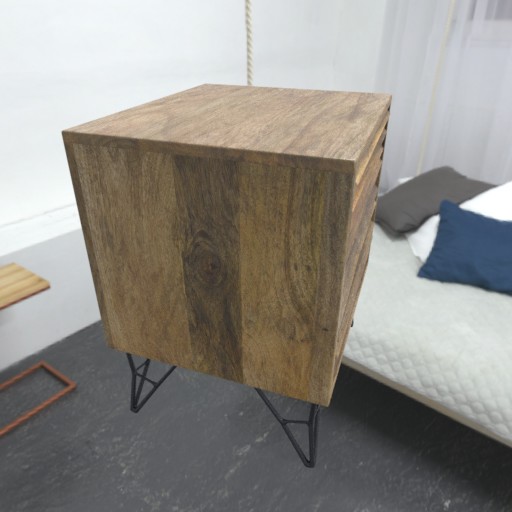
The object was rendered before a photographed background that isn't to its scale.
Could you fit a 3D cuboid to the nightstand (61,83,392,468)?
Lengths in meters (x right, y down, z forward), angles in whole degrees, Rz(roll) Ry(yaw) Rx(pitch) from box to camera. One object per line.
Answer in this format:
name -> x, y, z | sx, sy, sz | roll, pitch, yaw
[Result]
nightstand -> 0.000, 0.000, 0.872 | 0.406, 0.559, 0.457 | 10, 31, 17
